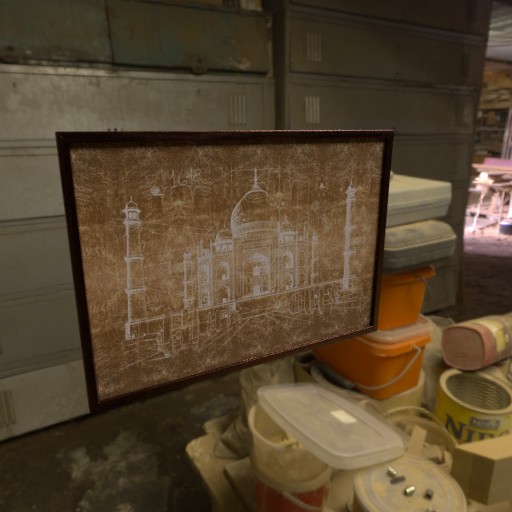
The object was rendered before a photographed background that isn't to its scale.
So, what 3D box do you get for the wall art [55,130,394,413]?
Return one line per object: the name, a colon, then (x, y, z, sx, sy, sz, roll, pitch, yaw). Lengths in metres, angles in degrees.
wall art: (0.000, 0.000, 0.559, 0.431, 0.304, 0.012, -9, 18, -28)
